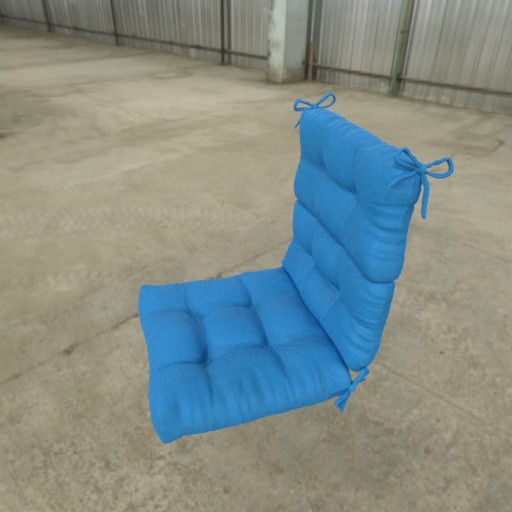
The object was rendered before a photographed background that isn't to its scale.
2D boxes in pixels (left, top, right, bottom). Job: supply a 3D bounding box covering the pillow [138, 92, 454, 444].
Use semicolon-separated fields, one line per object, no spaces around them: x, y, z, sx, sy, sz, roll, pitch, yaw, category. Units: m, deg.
0.000;0.000;1.023;0.571;0.605;0.519;-9;33;-14;pillow
